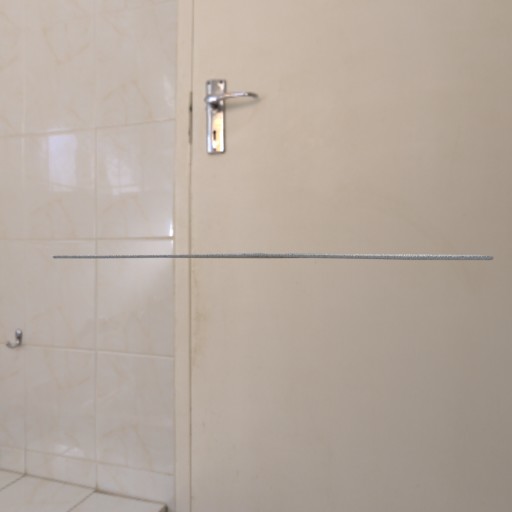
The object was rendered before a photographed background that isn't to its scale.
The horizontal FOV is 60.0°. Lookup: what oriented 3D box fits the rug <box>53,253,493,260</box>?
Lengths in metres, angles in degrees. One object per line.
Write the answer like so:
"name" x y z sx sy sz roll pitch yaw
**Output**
"rug" 0.000 0.000 2.557 2.341 0.037 0.675 0 0 20
